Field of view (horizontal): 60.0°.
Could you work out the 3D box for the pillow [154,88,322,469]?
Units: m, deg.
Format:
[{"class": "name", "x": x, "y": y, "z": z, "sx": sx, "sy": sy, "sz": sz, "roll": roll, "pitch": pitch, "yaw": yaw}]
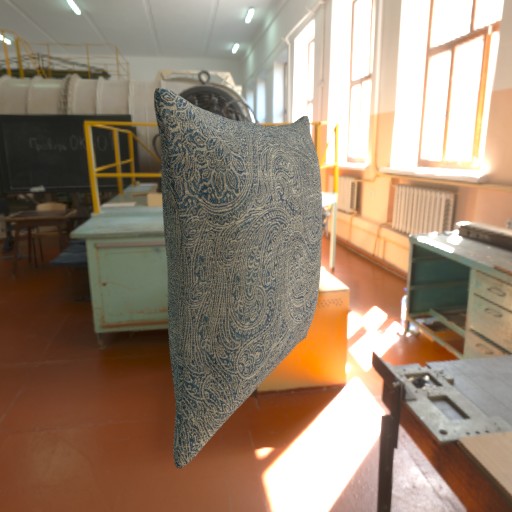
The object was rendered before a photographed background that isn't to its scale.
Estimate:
[{"class": "pillow", "x": 0.000, "y": 0.000, "z": 0.789, "sx": 0.166, "sy": 0.510, "sz": 0.523, "roll": 6, "pitch": 15, "yaw": 25}]
